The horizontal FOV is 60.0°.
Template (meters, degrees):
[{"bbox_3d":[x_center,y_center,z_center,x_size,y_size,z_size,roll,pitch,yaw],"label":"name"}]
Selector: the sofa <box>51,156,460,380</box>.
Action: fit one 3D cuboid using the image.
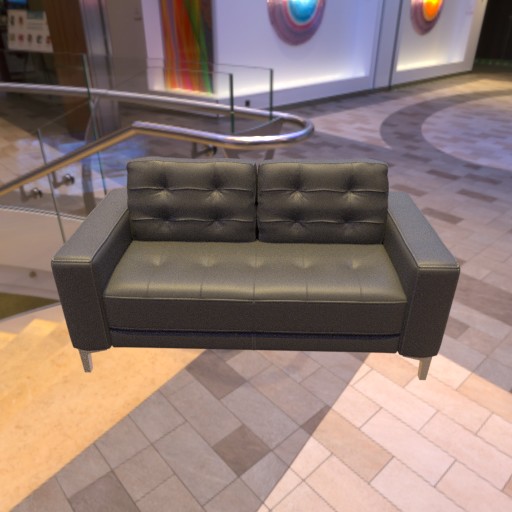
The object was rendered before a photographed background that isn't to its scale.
[{"bbox_3d":[0.000,0.000,2.249,1.726,0.893,0.833,1,30,2],"label":"sofa"}]
